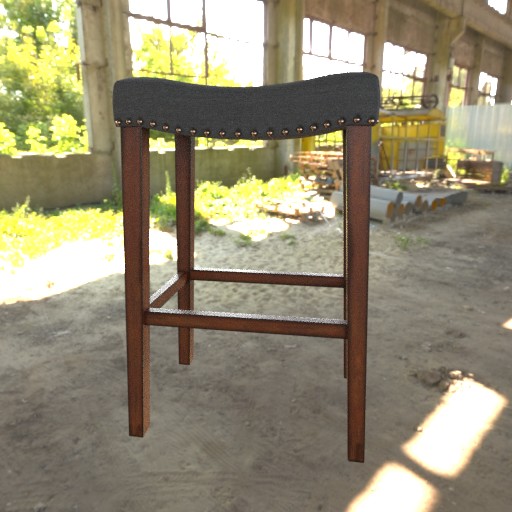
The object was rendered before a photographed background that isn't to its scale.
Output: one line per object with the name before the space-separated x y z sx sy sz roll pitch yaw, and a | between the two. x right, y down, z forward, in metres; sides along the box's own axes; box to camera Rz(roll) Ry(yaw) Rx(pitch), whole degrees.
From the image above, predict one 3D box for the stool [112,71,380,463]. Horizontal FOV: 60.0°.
stool | 0.000 0.000 1.011 0.502 0.748 0.366 2 15 9
